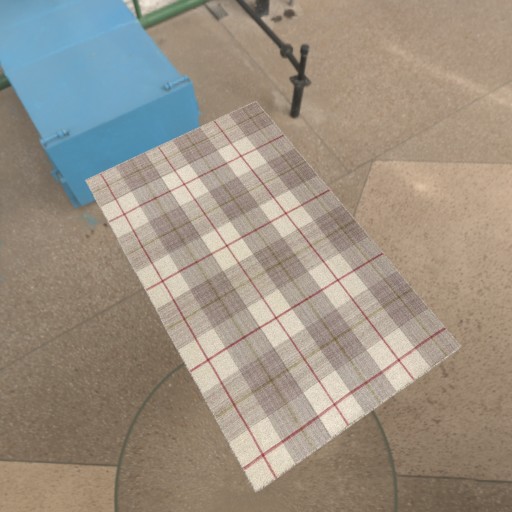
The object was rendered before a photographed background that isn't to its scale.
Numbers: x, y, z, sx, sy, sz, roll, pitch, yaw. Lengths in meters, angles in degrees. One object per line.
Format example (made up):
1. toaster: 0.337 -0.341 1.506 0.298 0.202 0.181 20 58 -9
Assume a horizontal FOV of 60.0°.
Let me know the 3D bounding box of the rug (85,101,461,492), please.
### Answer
1. rug: 0.000 0.000 3.073 1.549 0.010 2.464 -29 67 -14
